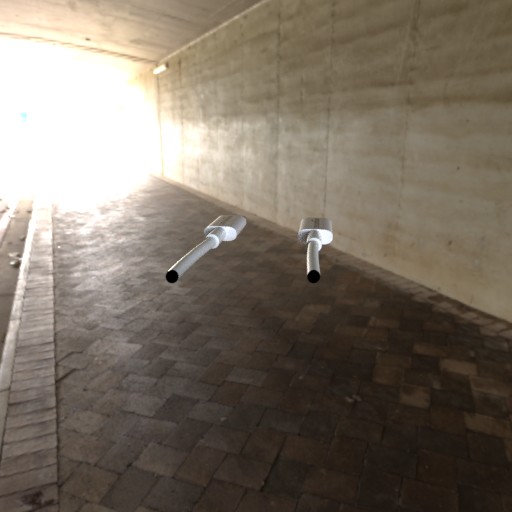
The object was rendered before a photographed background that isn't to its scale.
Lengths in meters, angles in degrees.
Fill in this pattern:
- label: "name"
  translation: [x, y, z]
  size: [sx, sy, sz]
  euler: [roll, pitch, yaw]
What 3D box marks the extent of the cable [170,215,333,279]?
- label: "cable"
  translation: [0.000, 0.000, 0.116]
  size: [0.041, 0.005, 0.098]
  euler: [2, 16, 8]
